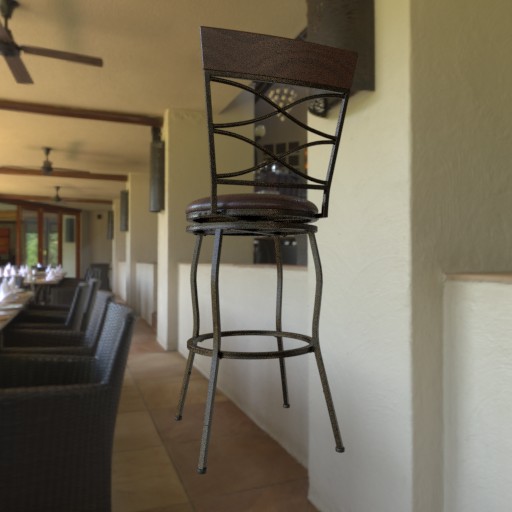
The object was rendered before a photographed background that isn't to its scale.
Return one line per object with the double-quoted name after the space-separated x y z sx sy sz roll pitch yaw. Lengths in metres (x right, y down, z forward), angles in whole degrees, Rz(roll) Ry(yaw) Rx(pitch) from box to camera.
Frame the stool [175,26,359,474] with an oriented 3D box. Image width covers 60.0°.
0.000 0.000 1.378 0.448 1.130 0.513 0 -1 -18 "stool"
